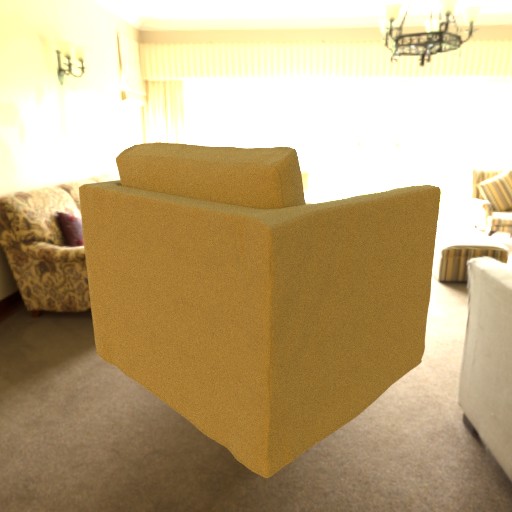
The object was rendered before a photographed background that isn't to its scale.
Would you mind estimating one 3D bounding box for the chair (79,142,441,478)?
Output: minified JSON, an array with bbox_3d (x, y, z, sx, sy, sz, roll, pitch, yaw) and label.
[{"bbox_3d":[0.000,0.000,1.730,0.949,0.863,1.057,-15,21,-43],"label":"chair"}]
